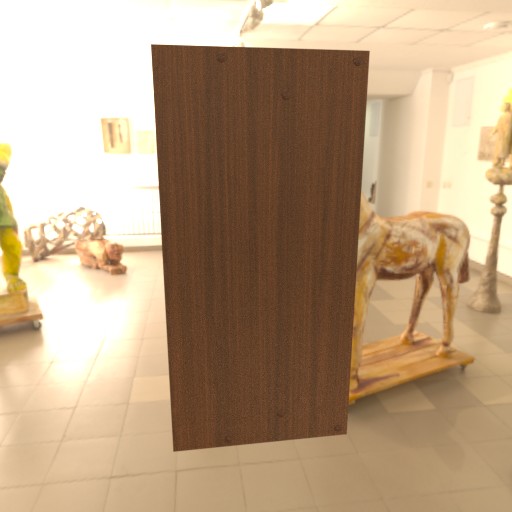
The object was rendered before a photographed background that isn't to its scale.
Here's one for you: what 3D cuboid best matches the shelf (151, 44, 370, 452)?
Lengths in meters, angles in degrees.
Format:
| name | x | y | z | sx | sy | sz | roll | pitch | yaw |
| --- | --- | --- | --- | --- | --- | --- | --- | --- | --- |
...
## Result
| name | x | y | z | sx | sy | sz | roll | pitch | yaw |
| --- | --- | --- | --- | --- | --- | --- | --- | --- | --- |
| shelf | 0.000 | 0.000 | 0.723 | 0.290 | 0.600 | 0.147 | -2 | 15 | -8 |
